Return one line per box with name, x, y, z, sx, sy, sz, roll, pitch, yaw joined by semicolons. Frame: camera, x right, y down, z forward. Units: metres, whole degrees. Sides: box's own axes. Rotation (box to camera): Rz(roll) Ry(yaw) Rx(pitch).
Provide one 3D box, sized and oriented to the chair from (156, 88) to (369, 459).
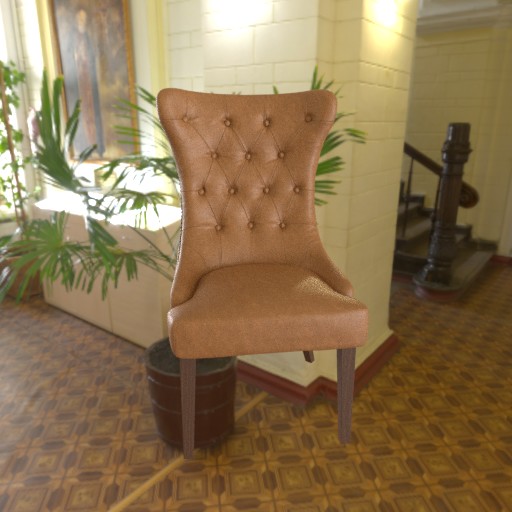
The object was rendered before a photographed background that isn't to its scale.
chair;0.000;0.000;1.463;0.611;1.065;0.669;-2;17;-7
